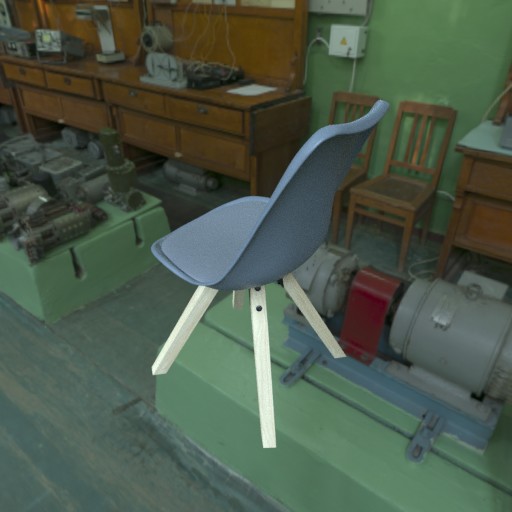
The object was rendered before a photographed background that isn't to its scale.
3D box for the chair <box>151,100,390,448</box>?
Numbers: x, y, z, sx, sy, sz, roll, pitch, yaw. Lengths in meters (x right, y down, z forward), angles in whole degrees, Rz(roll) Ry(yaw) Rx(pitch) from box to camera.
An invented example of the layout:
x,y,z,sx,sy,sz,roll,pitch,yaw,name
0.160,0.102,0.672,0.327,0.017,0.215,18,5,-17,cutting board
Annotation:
x,y,z,sx,sy,sz,roll,pitch,yaw,name
0.000,0.000,1.210,0.550,0.850,0.485,22,38,30,chair
